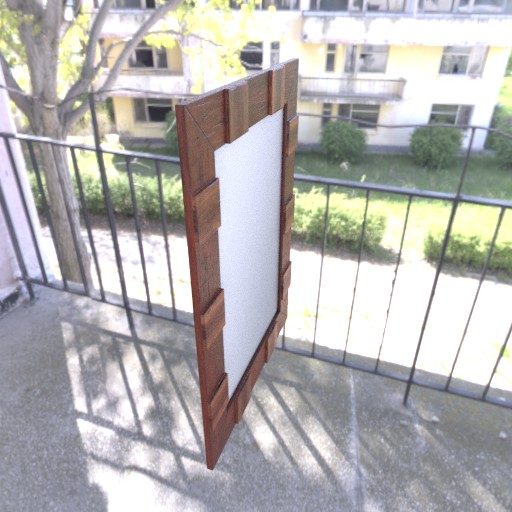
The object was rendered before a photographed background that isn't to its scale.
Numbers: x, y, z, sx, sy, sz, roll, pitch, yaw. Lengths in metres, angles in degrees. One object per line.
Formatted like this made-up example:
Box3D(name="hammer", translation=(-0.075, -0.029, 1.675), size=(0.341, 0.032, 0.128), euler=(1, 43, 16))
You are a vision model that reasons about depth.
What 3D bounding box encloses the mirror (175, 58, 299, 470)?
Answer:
Box3D(name="mirror", translation=(0.000, 0.000, 1.055), size=(0.021, 0.805, 0.600), euler=(10, 32, 17))
